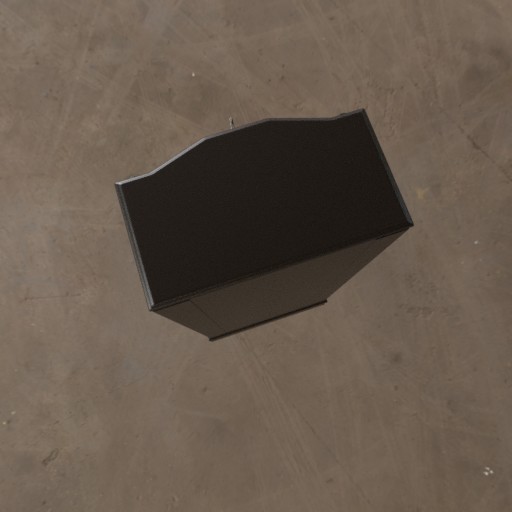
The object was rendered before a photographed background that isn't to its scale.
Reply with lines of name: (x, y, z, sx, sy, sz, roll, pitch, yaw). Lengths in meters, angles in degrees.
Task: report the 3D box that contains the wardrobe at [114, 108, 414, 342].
wardrobe: (0.000, 0.000, 1.191, 0.444, 1.011, 0.295, -18, 78, -4)
